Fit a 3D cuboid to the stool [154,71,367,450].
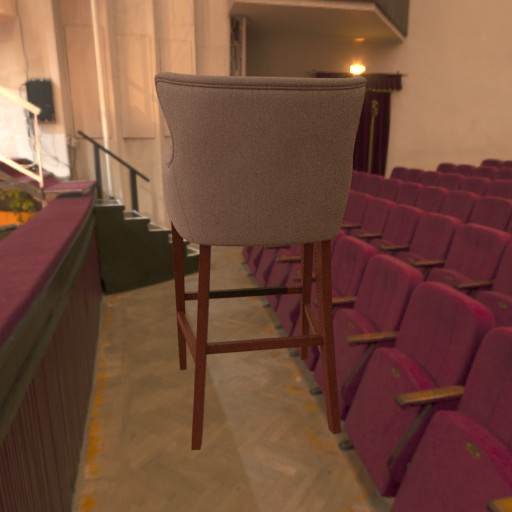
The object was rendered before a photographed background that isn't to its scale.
[{"bbox_3d":[0.000,0.000,1.417,0.575,1.047,0.575,-3,15,-9],"label":"stool"}]
